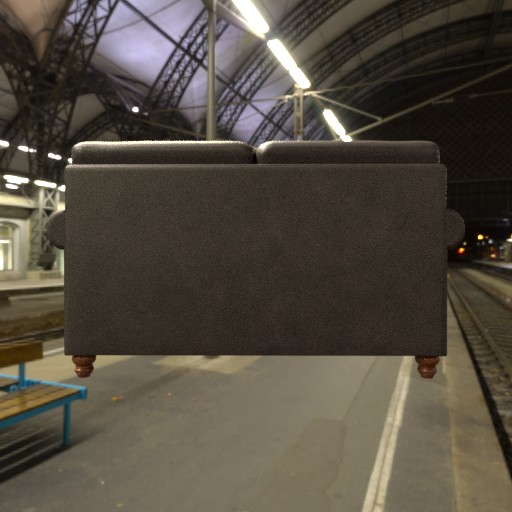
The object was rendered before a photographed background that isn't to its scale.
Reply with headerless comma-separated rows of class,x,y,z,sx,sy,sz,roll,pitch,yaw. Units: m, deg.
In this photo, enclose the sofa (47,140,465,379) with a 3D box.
sofa,0.000,0.000,2.249,1.663,0.979,1.030,0,0,1
